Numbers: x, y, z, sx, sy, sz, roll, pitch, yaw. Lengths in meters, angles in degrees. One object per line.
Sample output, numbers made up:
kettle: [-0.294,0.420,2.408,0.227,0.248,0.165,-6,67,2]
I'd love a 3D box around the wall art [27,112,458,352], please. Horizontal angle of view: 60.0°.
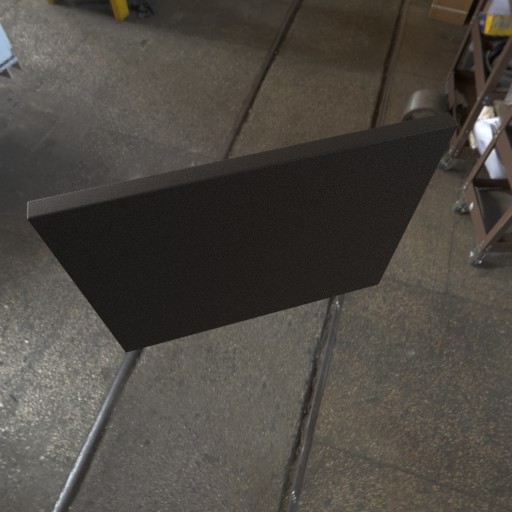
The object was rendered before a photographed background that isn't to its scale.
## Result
wall art: [0.000,0.000,0.751,0.558,0.457,0.031,-14,59,-8]
